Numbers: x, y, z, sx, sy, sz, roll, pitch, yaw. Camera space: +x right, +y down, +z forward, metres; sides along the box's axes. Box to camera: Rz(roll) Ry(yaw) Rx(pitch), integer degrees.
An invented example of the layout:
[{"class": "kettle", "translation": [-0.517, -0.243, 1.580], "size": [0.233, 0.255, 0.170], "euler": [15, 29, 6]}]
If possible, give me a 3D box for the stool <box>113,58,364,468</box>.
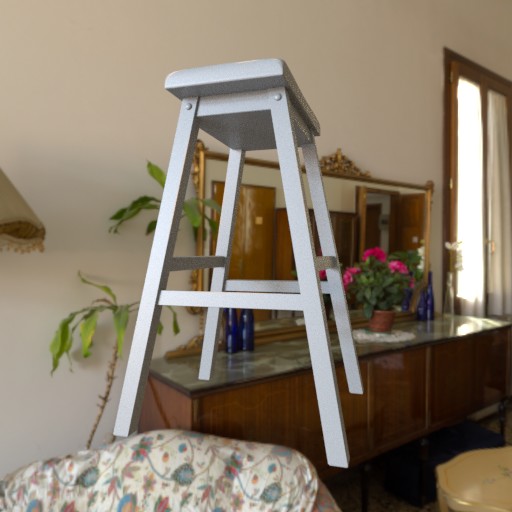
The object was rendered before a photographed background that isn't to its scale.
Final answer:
[{"class": "stool", "translation": [0.000, 0.000, 1.059], "size": [0.476, 0.737, 0.457], "euler": [0, 0, 17]}]
